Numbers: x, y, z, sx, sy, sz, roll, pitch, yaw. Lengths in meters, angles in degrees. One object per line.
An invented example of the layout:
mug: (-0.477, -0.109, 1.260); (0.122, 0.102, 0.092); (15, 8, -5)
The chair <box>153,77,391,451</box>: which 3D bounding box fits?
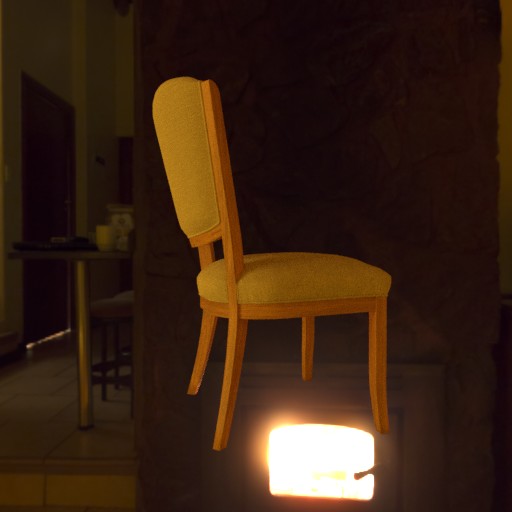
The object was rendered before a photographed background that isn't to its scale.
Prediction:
chair: (0.000, 0.000, 1.294); (0.584, 0.905, 0.513); (0, 0, -17)
